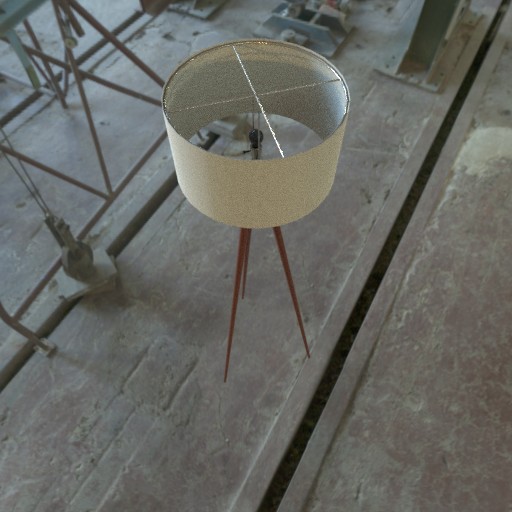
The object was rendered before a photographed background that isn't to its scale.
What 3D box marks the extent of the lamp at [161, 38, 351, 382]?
[{"bbox_3d":[0.000,0.000,1.791,0.483,1.553,0.483,-14,58,-9],"label":"lamp"}]
